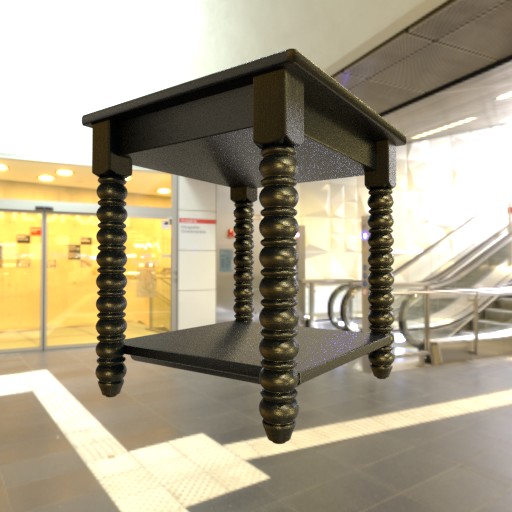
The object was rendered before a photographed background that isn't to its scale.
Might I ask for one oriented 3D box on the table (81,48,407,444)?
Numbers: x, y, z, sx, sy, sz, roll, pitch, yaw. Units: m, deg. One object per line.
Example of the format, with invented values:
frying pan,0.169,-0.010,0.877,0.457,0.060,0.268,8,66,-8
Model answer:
table,0.000,0.000,0.967,0.500,0.567,0.533,-1,-1,35
